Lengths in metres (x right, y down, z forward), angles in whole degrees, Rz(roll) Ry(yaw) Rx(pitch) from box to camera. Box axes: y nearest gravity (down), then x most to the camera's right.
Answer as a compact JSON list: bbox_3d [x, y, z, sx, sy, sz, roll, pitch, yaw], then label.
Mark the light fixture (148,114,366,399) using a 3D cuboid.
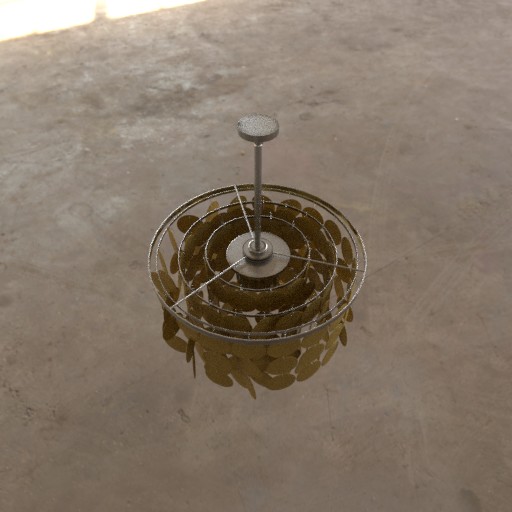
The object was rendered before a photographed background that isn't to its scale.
[{"bbox_3d":[0.000,0.000,0.743,0.368,0.492,0.368,0,46,0],"label":"light fixture"}]
